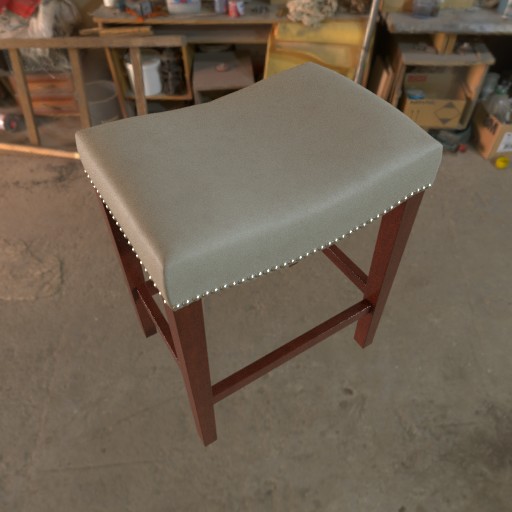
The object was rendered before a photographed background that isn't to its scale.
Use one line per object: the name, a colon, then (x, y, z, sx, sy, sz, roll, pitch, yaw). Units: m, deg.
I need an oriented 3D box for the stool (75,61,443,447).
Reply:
stool: (0.000, 0.000, 0.942, 0.509, 0.632, 0.375, -25, 53, -21)
